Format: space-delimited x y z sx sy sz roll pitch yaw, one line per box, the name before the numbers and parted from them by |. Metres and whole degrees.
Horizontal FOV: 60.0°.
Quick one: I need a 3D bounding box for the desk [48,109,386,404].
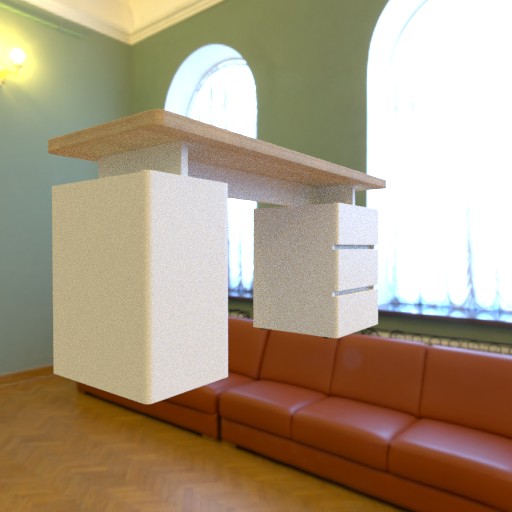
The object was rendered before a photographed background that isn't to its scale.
desk | 0.000 0.000 1.849 0.550 0.755 1.500 1 1 38
